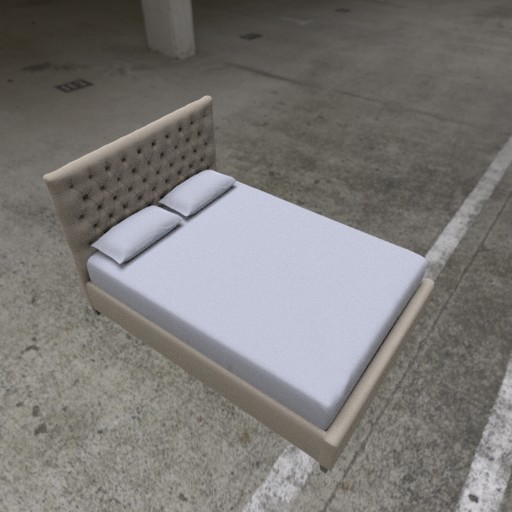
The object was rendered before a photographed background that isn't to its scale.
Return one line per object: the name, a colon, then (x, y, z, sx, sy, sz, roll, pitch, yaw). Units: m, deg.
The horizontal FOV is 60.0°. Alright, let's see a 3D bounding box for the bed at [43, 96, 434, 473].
bed: (0.000, 0.000, 3.421, 2.387, 1.427, 1.698, 26, 48, 26)
